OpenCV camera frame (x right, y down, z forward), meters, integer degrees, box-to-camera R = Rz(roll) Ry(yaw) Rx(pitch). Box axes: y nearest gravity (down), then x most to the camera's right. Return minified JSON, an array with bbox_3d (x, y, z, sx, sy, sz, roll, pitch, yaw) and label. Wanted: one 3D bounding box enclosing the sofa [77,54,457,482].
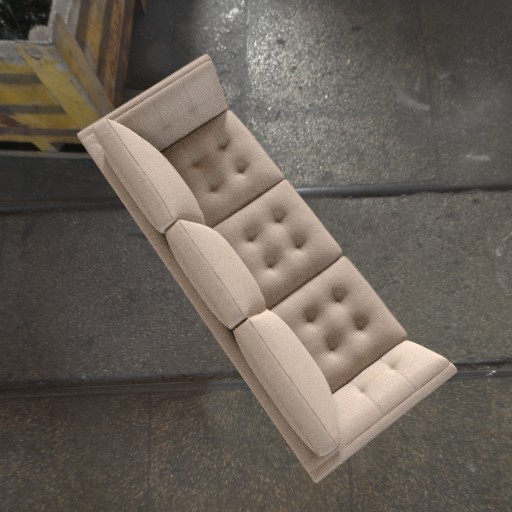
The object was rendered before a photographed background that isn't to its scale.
[{"bbox_3d":[0.000,0.000,2.802,0.965,0.940,2.388,-35,80,-7],"label":"sofa"}]
